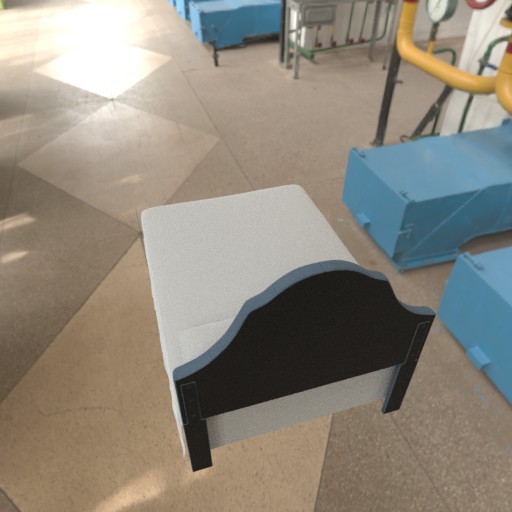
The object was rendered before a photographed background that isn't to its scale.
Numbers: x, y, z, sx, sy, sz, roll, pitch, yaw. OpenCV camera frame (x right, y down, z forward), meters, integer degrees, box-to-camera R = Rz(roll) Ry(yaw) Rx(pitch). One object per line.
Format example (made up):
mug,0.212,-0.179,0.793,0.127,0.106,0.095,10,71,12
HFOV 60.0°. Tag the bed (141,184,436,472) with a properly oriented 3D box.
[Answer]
bed,0.000,0.000,3.331,1.636,1.575,2.155,-11,42,-13
